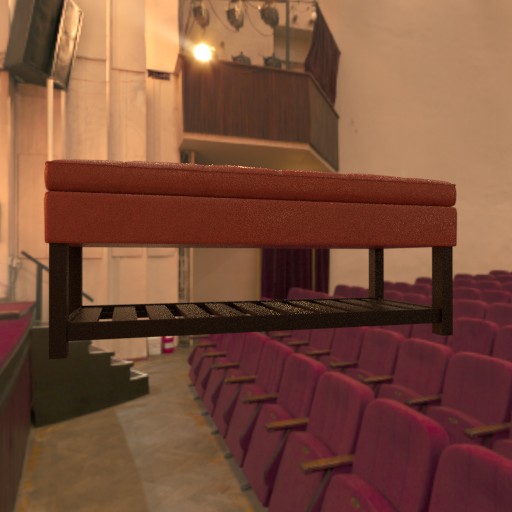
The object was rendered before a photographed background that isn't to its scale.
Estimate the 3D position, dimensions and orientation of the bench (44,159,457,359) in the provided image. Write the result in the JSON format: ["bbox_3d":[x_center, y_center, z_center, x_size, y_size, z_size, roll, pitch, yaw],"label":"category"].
[{"bbox_3d":[0.000,0.000,1.328,1.105,0.460,0.432,0,0,-17],"label":"bench"}]
